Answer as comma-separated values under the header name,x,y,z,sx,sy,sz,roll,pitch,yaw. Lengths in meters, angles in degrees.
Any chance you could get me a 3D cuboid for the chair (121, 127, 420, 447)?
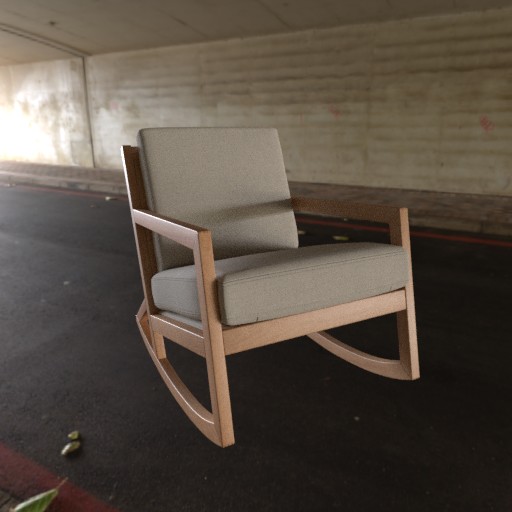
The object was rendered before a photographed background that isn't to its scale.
name,x,y,z,sx,sy,sz,roll,pitch,yaw
chair,0.000,0.000,1.423,0.622,0.790,0.857,-9,19,-26
